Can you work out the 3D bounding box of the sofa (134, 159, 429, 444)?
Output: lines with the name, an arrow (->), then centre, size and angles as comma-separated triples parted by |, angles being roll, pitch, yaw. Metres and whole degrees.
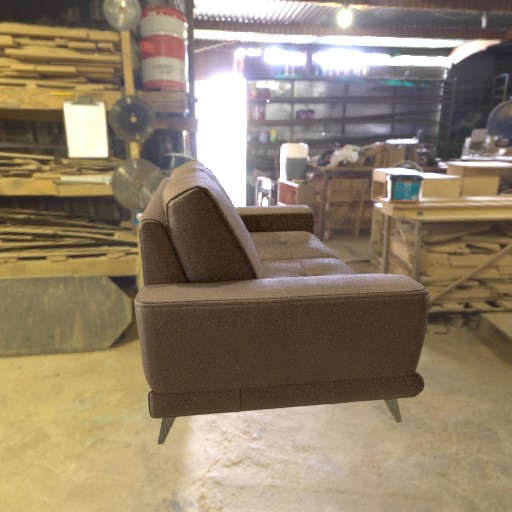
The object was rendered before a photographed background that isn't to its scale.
sofa -> 0.000, 0.000, 2.305 | 1.018, 0.907, 1.806 | -2, 16, -7
